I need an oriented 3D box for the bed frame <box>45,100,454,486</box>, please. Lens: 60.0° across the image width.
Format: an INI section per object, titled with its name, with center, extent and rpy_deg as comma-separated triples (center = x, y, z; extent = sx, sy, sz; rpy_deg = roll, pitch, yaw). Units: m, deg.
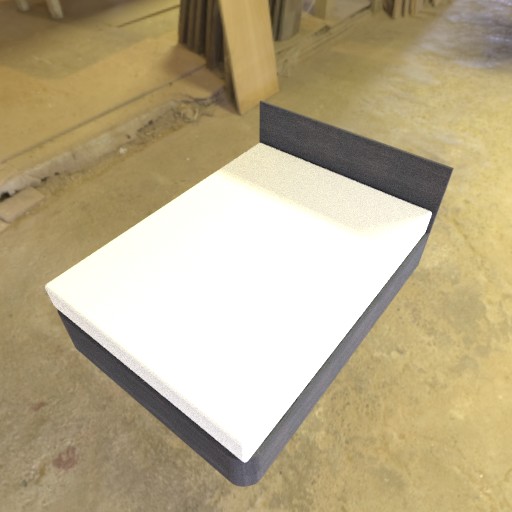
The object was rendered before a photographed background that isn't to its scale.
[bed frame]
center = 0.000, 0.000, 2.602
extent = 1.400, 0.800, 1.900
rpy_deg = 29, 51, 26
